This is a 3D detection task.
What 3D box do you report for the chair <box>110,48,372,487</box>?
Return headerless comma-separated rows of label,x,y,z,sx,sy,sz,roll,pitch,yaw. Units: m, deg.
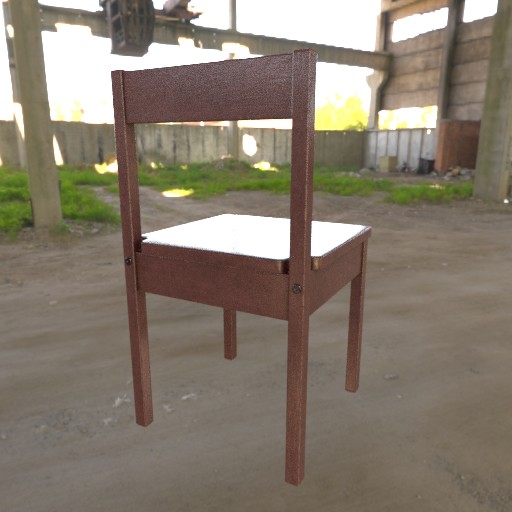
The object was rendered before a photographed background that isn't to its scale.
chair,0.000,0.000,0.881,0.367,0.668,0.361,8,16,28
